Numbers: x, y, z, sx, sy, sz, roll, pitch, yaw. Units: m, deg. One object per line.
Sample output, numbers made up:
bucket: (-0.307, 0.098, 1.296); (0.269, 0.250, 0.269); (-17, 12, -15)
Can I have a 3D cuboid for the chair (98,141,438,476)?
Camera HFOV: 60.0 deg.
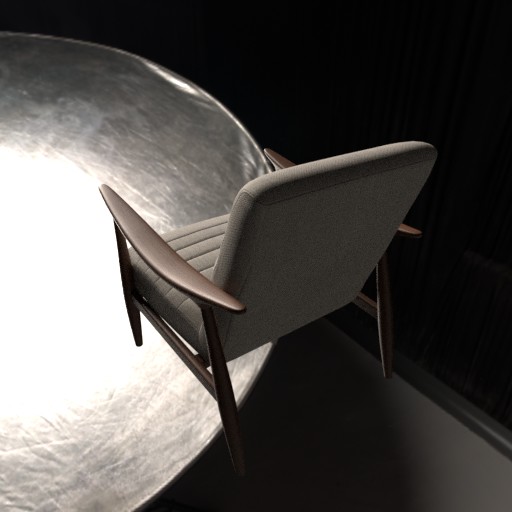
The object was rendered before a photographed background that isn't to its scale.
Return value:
chair: (0.000, 0.000, 1.412); (0.741, 0.832, 0.798); (-20, 36, -30)
